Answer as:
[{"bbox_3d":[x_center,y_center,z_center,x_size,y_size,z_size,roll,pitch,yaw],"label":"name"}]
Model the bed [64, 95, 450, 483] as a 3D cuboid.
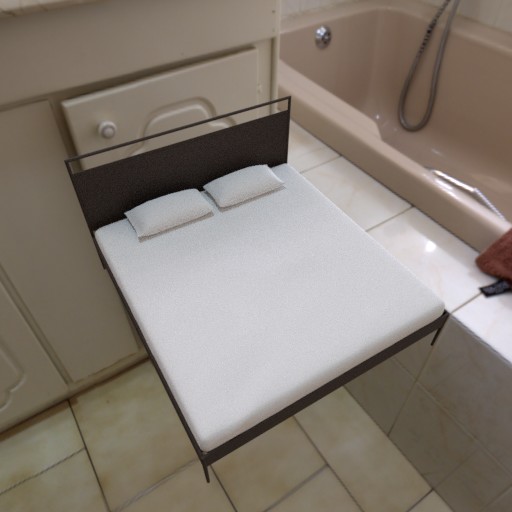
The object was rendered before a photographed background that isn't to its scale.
[{"bbox_3d":[0.000,0.000,3.368,1.993,1.173,2.151,-23,50,-21],"label":"bed"}]
